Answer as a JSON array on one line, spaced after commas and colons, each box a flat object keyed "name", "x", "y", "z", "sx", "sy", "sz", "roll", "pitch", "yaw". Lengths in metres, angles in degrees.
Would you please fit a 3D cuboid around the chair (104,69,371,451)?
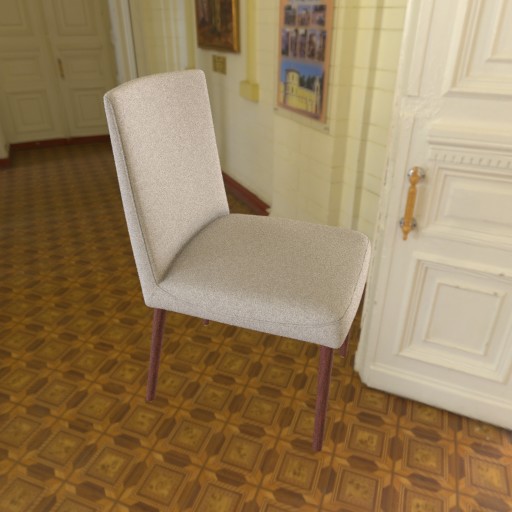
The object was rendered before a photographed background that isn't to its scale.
[{"name": "chair", "x": 0.000, "y": 0.000, "z": 1.162, "sx": 0.570, "sy": 0.859, "sz": 0.456, "roll": 10, "pitch": 31, "yaw": 17}]
